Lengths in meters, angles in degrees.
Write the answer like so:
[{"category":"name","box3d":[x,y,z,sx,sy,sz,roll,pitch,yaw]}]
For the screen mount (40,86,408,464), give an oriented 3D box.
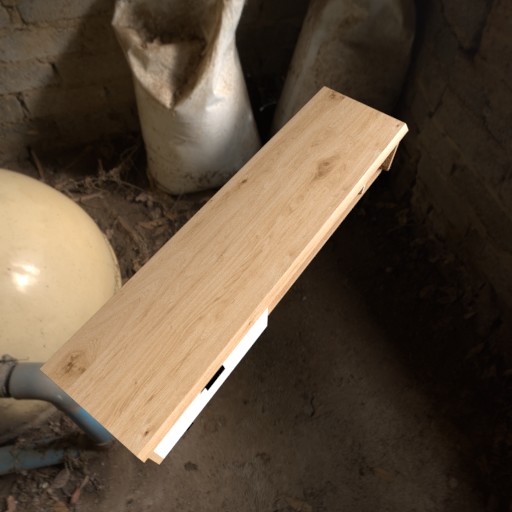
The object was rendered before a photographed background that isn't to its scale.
[{"category":"screen mount","box3d":[0.000,0.000,1.872,0.450,0.430,1.700,32,64,18]}]
